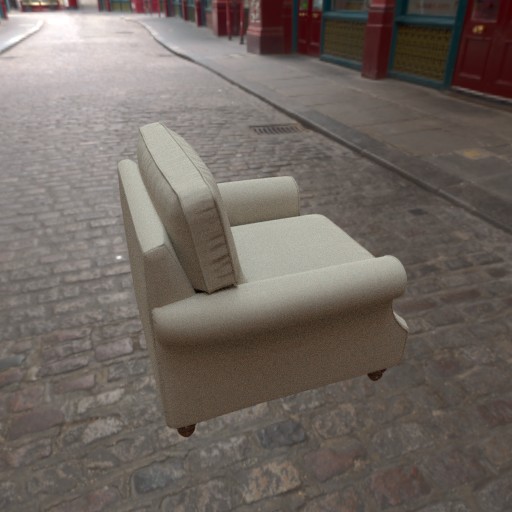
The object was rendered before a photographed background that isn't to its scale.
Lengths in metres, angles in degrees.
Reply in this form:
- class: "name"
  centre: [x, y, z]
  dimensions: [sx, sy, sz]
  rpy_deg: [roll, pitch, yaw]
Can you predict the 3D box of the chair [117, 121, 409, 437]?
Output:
- class: "chair"
  centre: [0.000, 0.000, 1.811]
  dimensions: [0.966, 0.967, 1.029]
  rpy_deg: [-10, 31, -17]
